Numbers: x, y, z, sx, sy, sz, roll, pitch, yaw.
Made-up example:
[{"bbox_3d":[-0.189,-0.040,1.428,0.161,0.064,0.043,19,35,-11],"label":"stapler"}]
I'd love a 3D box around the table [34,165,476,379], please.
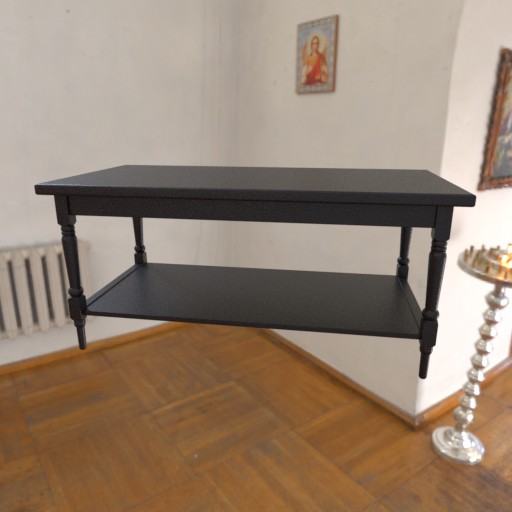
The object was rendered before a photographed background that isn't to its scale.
[{"bbox_3d":[0.000,0.000,1.426,1.107,0.510,0.550,3,17,9],"label":"table"}]
